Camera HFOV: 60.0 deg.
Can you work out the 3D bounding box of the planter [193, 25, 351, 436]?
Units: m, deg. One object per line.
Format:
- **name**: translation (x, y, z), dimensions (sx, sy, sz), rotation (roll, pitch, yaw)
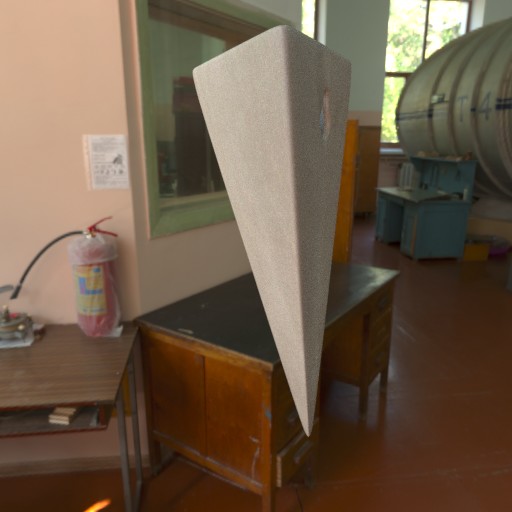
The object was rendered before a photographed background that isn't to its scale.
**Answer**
- **planter**: translation (0.000, 0.000, 0.265), dimensions (0.081, 0.224, 0.101), rotation (7, 17, 26)
